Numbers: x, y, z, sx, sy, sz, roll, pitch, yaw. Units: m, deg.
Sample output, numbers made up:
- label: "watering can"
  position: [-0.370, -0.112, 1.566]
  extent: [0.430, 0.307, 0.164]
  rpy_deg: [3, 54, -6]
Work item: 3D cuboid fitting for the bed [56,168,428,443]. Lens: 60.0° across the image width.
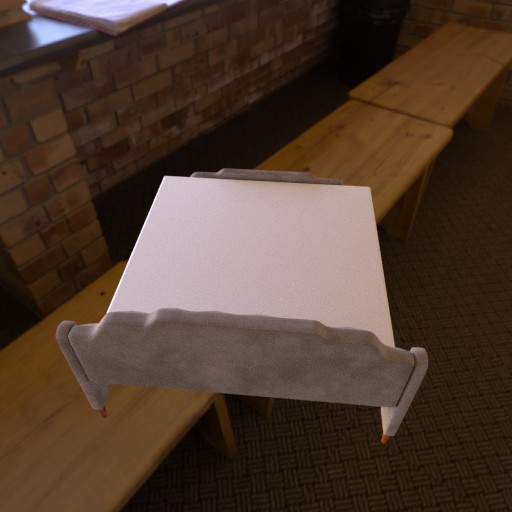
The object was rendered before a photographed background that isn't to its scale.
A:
- label: "bed"
  position: [0.000, 0.000, 3.535]
  extent: [2.074, 1.245, 2.340]
  rpy_deg: [4, 44, 4]
